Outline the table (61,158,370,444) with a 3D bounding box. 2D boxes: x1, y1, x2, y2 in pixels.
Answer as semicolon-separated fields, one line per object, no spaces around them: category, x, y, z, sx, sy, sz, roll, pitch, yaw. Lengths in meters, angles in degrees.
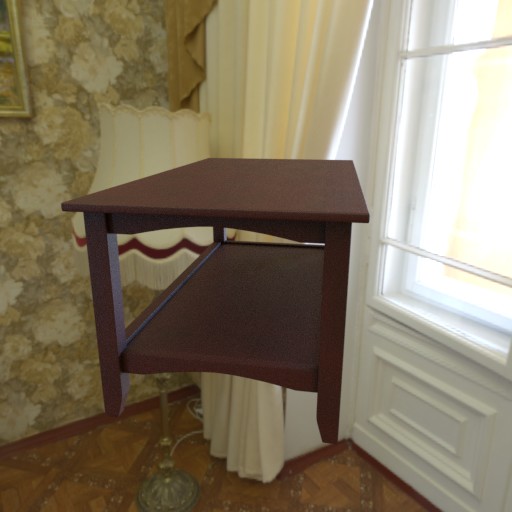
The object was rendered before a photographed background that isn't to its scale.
table;0.000;0.000;1.247;0.533;0.456;0.943;3;18;10
